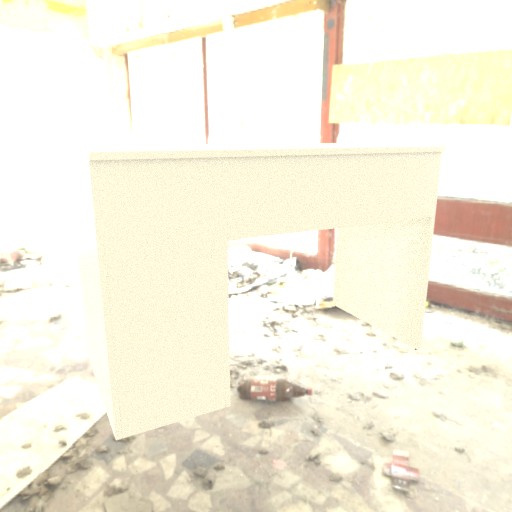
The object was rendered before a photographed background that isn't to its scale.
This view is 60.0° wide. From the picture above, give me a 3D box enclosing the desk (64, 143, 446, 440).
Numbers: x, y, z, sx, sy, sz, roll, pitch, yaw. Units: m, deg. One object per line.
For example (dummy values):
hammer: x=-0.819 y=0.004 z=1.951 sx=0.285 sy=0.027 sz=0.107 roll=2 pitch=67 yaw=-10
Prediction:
desk: x=0.000 y=0.000 z=1.525 sx=1.097 sy=0.735 sz=0.560 roll=-8 pitch=17 yaw=-27
